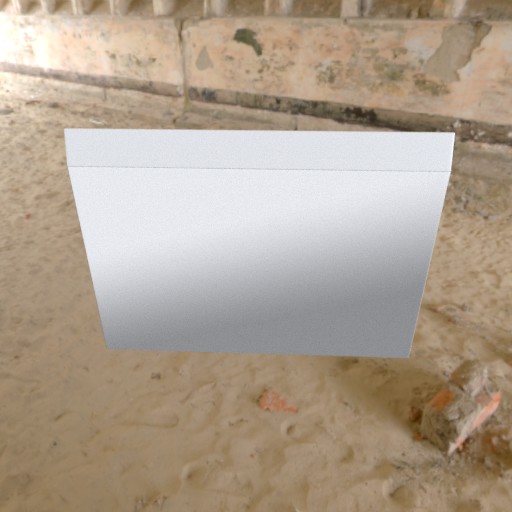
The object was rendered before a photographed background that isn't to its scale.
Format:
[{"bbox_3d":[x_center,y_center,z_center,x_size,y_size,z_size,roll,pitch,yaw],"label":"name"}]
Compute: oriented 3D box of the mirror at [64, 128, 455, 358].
[{"bbox_3d":[0.000,0.000,1.133,0.870,0.630,0.030,1,30,2],"label":"mirror"}]
